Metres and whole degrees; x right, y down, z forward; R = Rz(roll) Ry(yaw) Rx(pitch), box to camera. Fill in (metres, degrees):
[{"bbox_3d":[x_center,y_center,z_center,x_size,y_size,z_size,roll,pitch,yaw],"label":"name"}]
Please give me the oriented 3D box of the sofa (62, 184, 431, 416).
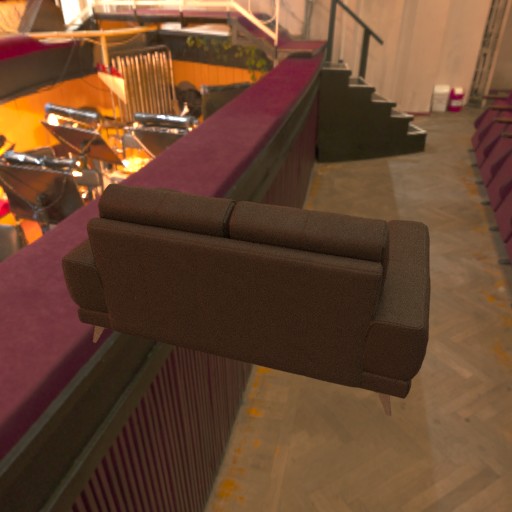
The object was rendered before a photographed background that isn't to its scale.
[{"bbox_3d":[0.000,0.000,2.436,1.806,0.907,1.018,10,32,15],"label":"sofa"}]
